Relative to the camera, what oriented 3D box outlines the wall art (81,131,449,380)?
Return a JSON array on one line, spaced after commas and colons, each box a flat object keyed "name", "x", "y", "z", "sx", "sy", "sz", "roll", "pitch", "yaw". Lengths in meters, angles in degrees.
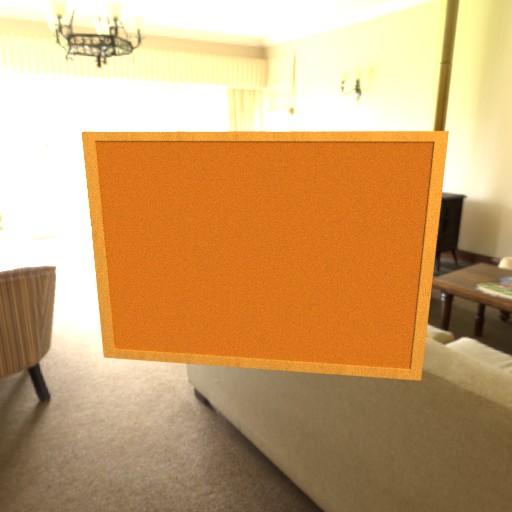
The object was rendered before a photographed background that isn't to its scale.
[{"name": "wall art", "x": 0.000, "y": 0.000, "z": 0.701, "sx": 0.532, "sy": 0.380, "sz": 0.032, "roll": 2, "pitch": 16, "yaw": 8}]
